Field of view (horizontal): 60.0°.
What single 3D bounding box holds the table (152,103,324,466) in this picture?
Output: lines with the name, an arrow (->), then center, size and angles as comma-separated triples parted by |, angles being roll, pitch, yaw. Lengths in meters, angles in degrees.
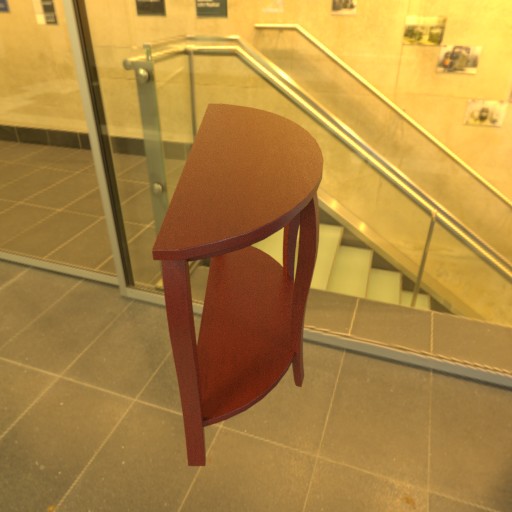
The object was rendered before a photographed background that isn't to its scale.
table -> 0.000, 0.000, 1.579 | 0.405, 0.779, 1.219 | 0, 32, 0
